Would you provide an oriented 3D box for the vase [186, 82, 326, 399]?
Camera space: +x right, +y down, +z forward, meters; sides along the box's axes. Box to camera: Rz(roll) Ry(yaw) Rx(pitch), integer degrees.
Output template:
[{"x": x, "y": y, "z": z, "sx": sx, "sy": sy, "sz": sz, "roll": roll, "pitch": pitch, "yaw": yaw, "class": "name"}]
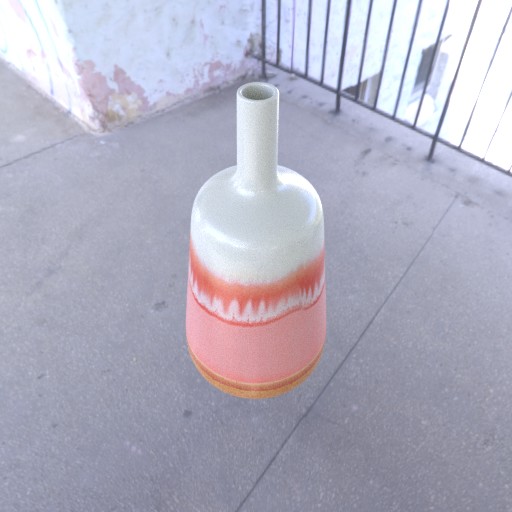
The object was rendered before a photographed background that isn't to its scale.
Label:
[{"x": 0.000, "y": 0.000, "z": 0.381, "sx": 0.144, "sy": 0.296, "sz": 0.144, "roll": 0, "pitch": 47, "yaw": 0, "class": "vase"}]
